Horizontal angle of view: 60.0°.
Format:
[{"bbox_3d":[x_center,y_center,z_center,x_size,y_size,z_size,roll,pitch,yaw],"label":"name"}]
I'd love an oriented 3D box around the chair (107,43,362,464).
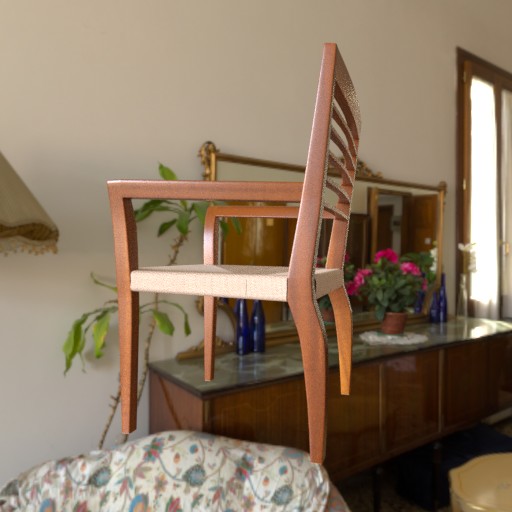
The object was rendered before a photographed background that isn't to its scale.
[{"bbox_3d":[0.000,0.000,1.223,0.540,0.855,0.587,0,0,18],"label":"chair"}]
